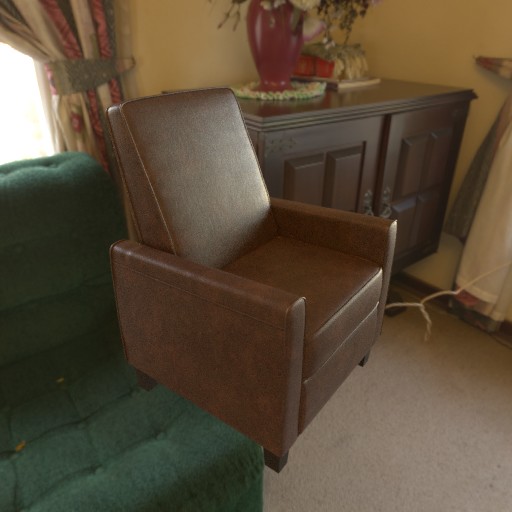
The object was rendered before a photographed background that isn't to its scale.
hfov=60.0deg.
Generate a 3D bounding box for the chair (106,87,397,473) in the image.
[{"bbox_3d":[0.000,0.000,1.505,0.746,1.013,0.705,19,33,32],"label":"chair"}]
